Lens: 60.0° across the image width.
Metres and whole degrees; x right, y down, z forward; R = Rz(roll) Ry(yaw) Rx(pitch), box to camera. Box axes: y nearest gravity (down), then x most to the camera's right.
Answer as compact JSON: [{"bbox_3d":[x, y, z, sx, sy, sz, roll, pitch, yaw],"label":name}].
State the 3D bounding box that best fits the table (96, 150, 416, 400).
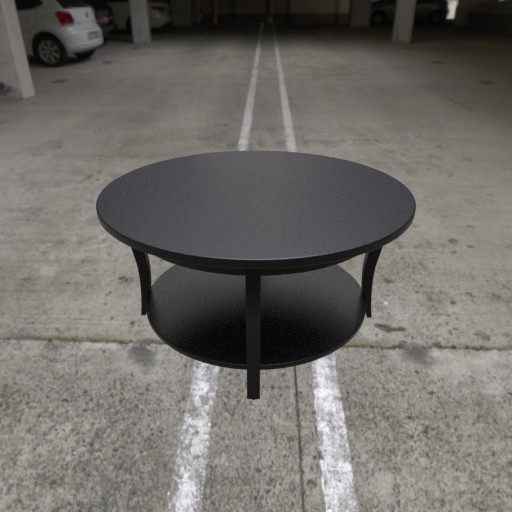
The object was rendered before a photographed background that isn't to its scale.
[{"bbox_3d":[0.000,0.000,1.433,0.914,0.457,0.914,0,27,0],"label":"table"}]
